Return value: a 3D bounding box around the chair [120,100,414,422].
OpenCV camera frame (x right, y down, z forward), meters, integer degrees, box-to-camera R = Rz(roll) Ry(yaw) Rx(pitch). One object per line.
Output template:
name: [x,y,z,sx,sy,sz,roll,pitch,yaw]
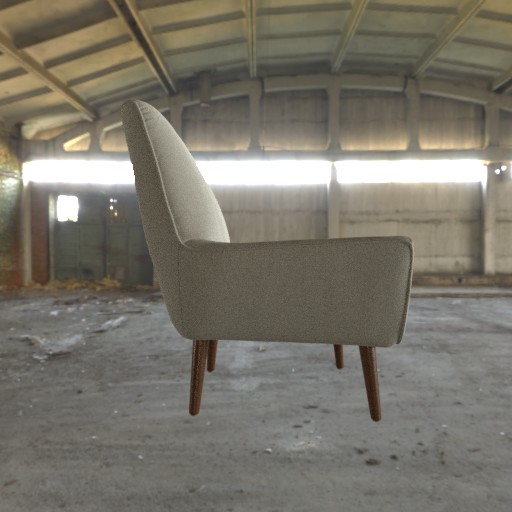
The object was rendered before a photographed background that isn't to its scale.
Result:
chair: [0.000,0.000,1.459,0.822,0.888,0.787,0,1,0]
